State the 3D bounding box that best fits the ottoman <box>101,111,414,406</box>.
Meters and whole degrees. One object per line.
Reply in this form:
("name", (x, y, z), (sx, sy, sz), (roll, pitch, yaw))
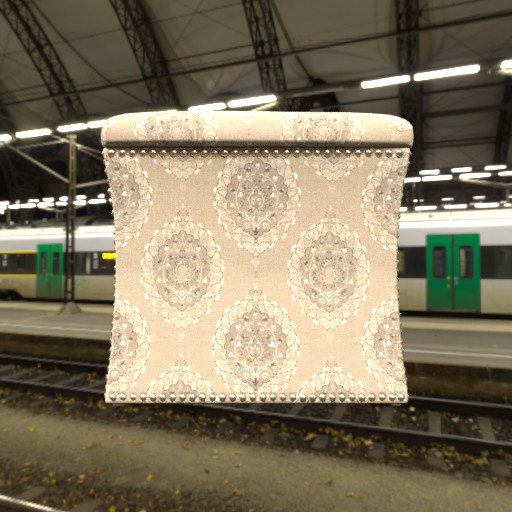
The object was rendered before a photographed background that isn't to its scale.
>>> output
("ottoman", (0.000, 0.000, 0.910), (0.497, 0.473, 0.507), (0, -1, 0))
